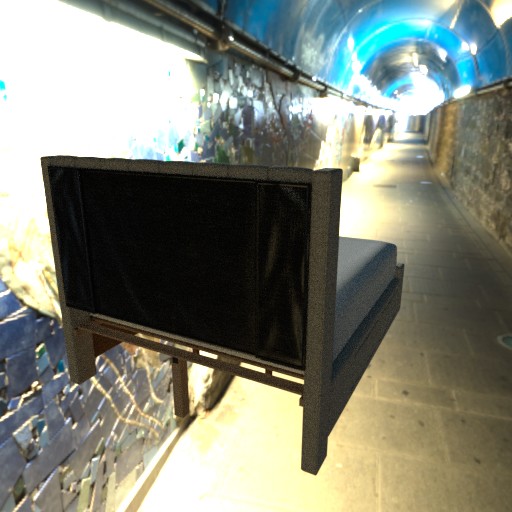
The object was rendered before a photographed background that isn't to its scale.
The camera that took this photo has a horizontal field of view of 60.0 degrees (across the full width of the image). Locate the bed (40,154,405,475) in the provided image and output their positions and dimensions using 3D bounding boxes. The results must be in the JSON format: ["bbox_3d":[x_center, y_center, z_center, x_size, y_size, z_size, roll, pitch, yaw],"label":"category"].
[{"bbox_3d":[0.000,0.000,3.737,2.044,1.748,2.372,9,19,27],"label":"bed"}]
